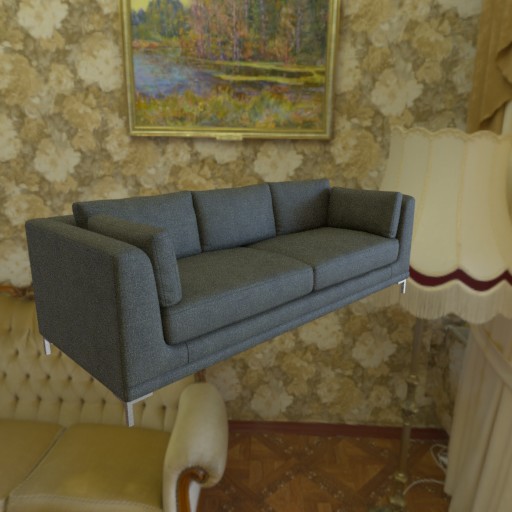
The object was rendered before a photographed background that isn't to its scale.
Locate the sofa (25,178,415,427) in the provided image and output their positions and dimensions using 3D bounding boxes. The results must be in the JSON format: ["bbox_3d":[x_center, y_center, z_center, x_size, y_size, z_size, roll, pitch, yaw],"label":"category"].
[{"bbox_3d":[0.000,0.000,2.853,2.415,0.867,0.969,-14,20,-43],"label":"sofa"}]
